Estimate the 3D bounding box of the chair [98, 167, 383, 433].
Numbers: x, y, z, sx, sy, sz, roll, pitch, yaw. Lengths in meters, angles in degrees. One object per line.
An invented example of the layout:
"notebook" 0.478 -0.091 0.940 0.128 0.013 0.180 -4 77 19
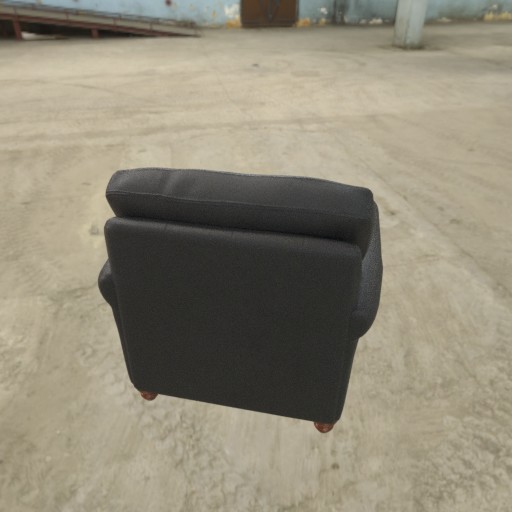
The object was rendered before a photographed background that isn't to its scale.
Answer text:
"chair" 0.000 0.000 1.835 1.015 0.960 1.027 9 33 15
